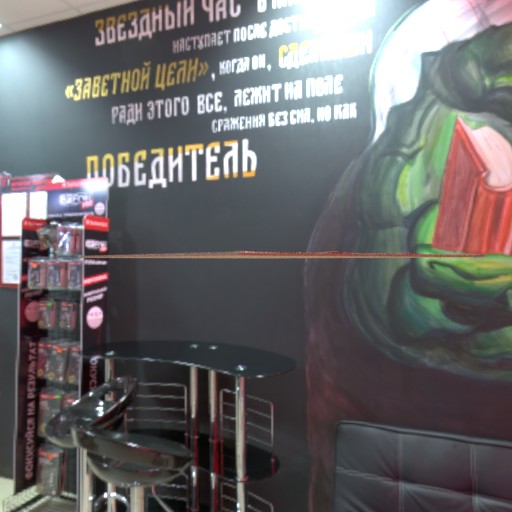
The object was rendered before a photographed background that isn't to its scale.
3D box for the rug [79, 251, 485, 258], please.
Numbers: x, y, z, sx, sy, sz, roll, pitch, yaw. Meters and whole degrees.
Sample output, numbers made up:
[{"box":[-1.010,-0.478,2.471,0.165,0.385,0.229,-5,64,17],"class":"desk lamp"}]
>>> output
[{"box":[0.000,0.000,4.149,2.429,0.030,3.052,0,-1,-36],"class":"rug"}]
